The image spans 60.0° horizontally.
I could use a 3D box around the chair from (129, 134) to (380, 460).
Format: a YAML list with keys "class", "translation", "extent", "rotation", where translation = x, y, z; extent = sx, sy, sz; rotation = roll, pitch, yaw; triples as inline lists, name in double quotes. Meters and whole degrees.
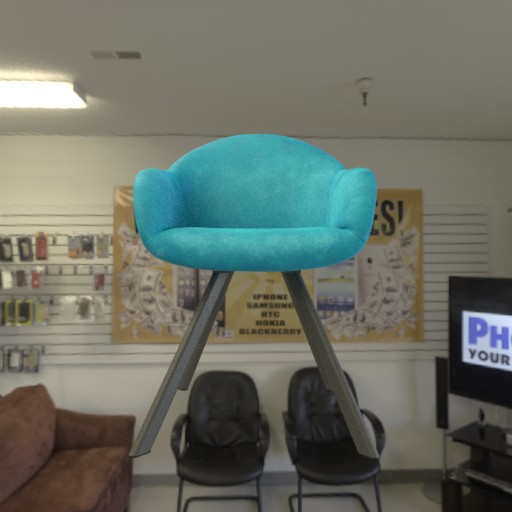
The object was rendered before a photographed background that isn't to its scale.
- class: "chair"
  translation: [0.000, 0.000, 1.158]
  extent: [0.550, 0.795, 0.590]
  rotation: [0, -1, 1]
